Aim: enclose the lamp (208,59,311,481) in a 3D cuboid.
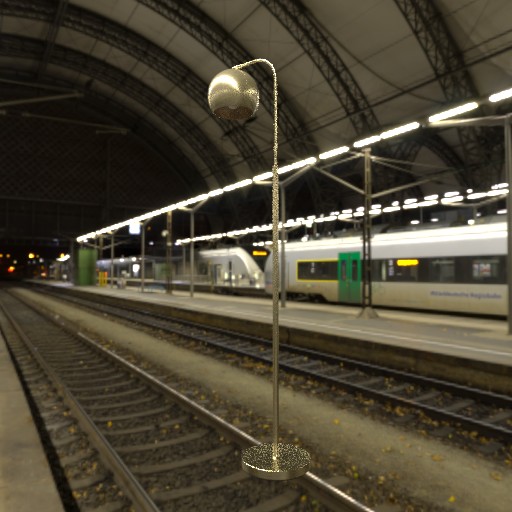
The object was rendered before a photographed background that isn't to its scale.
[{"bbox_3d":[0.000,0.000,1.690,0.431,1.526,0.250,-2,-3,37],"label":"lamp"}]
